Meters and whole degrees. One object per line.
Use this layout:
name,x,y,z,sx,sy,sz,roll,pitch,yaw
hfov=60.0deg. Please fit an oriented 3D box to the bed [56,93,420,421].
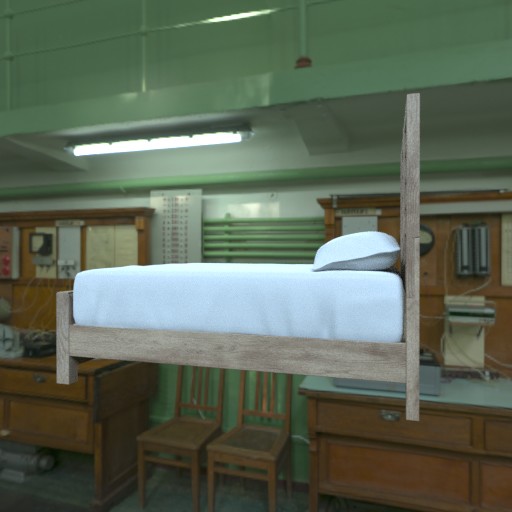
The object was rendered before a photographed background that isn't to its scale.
bed,0.000,0.000,3.290,2.197,1.626,1.626,0,0,17
